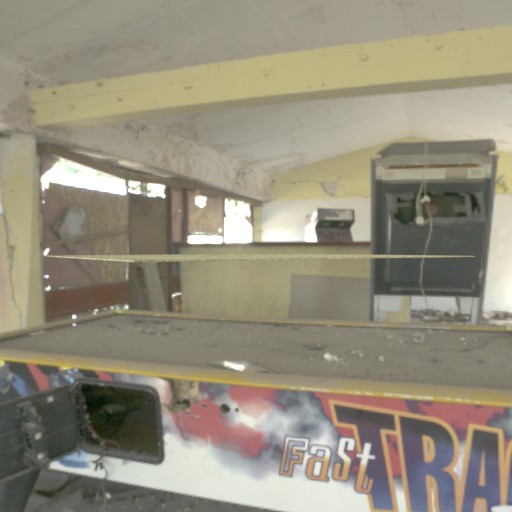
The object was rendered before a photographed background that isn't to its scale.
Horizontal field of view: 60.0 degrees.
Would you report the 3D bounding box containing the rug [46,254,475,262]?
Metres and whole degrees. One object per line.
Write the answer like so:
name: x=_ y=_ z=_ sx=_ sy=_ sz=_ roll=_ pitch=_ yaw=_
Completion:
rug: x=0.000 y=0.000 z=4.152 sx=3.201 sy=0.014 sz=2.437 roll=-1 pitch=1 yaw=-35
